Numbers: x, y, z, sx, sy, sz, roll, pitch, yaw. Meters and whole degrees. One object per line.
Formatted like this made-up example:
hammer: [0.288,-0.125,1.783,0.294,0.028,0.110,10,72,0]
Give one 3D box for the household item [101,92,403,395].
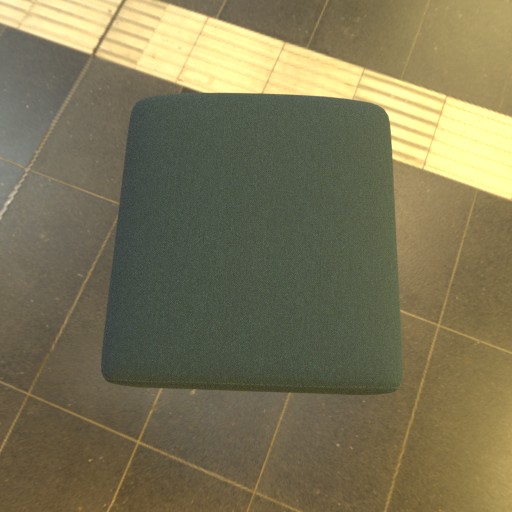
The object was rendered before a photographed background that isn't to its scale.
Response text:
household item: [0.000,0.000,0.907,0.530,0.420,0.530,2,75,0]
